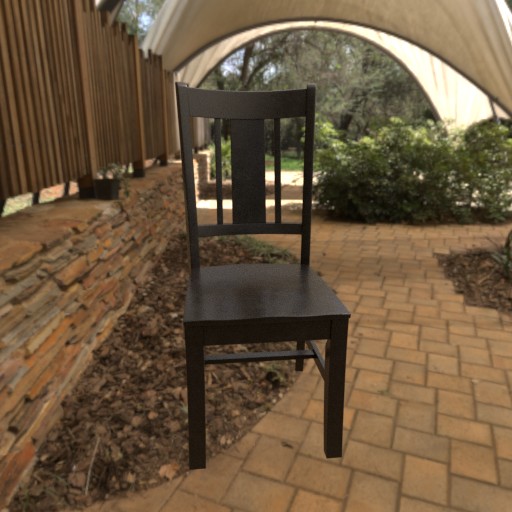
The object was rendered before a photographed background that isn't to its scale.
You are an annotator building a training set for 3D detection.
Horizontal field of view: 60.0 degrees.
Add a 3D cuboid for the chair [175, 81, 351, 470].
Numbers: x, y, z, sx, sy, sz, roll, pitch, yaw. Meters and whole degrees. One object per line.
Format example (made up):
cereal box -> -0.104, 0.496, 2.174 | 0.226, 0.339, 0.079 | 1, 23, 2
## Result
chair -> 0.000, 0.000, 1.298 | 0.450, 0.998, 0.555 | -2, 16, -6
